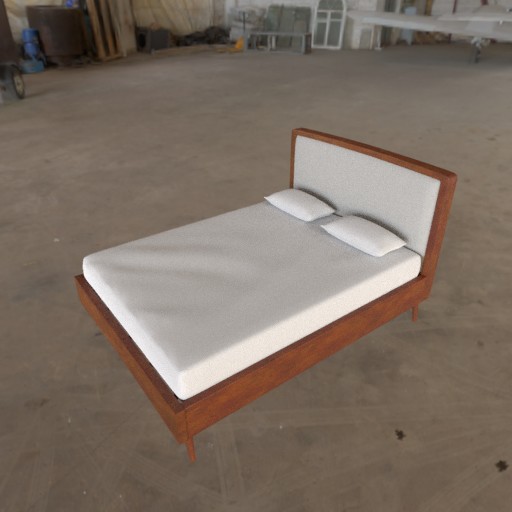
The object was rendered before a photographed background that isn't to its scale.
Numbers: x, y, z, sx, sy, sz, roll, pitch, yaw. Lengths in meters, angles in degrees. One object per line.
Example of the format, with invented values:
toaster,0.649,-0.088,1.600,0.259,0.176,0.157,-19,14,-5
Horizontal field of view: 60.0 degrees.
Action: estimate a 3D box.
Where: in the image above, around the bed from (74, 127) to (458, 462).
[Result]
bed,0.000,0.000,3.242,2.196,1.275,1.587,-21,36,-31
